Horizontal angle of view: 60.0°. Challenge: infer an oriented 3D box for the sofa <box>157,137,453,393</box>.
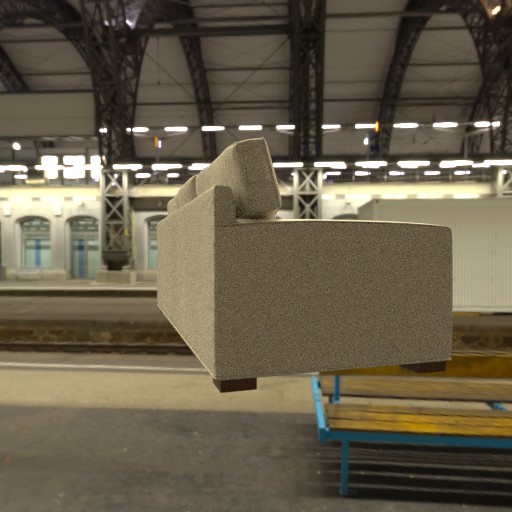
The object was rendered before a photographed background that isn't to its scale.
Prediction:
[{"bbox_3d":[0.000,0.000,2.540,0.936,0.862,2.093,0,1,-18],"label":"sofa"}]
